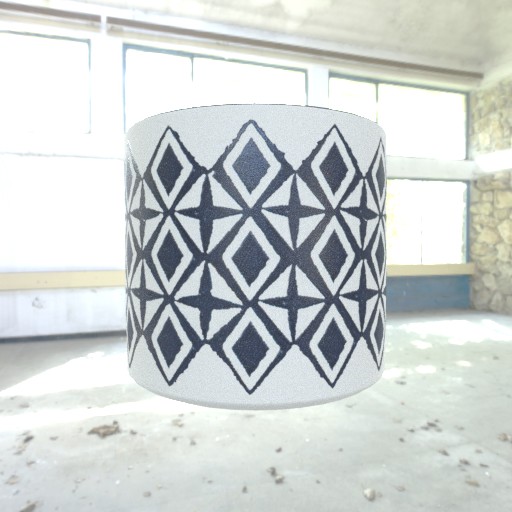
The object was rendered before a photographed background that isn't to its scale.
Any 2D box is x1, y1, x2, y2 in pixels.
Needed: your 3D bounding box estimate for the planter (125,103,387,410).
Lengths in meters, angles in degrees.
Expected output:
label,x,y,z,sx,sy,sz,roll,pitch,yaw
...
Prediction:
label,x,y,z,sx,sy,sz,roll,pitch,yaw
planter,0.000,0.000,0.396,0.224,0.203,0.224,0,2,0
